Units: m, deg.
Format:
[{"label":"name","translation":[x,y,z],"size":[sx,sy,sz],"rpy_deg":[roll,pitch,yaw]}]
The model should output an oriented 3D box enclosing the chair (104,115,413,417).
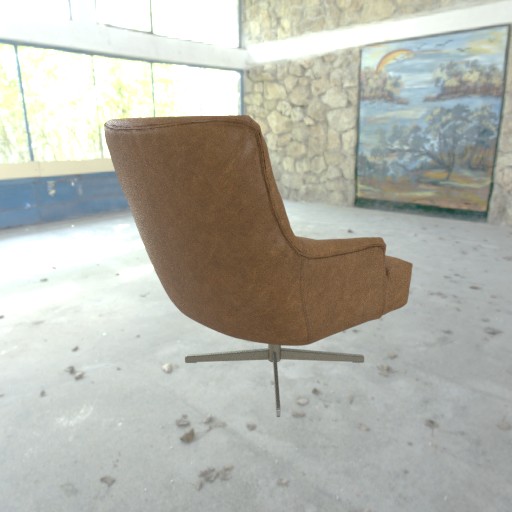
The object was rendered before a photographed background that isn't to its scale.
[{"label":"chair","translation":[0.000,0.000,1.483],"size":[0.874,0.869,0.729],"rpy_deg":[-15,22,-43]}]
